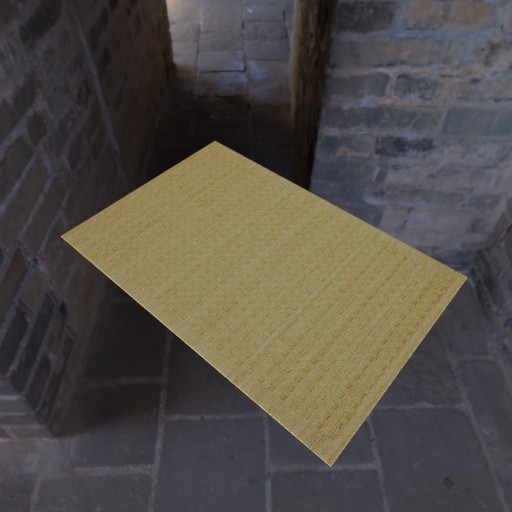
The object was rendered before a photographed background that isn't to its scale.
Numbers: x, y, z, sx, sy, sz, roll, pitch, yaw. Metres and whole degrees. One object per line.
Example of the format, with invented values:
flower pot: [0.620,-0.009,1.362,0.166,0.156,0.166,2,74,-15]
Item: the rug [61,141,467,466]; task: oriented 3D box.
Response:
rug: [0.000,0.000,2.977,2.286,0.006,1.524,33,57,26]
